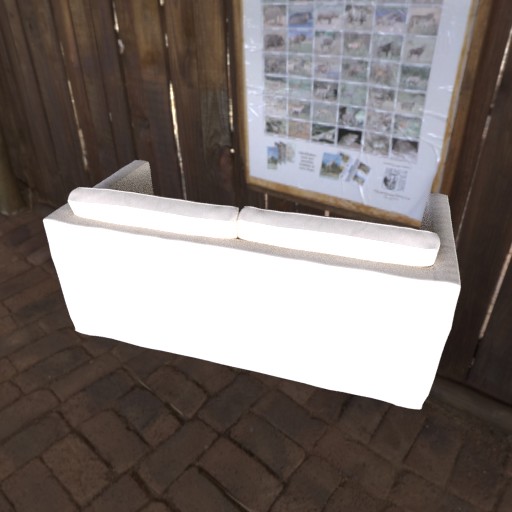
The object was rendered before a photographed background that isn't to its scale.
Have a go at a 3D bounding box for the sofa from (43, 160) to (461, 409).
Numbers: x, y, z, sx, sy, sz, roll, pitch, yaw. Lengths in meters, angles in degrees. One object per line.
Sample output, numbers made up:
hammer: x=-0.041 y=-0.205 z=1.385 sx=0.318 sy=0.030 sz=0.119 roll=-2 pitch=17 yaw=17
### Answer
sofa: x=0.000 y=0.000 z=2.487 sx=1.987 sy=0.870 sz=0.940 roll=9 pitch=33 yaw=14
